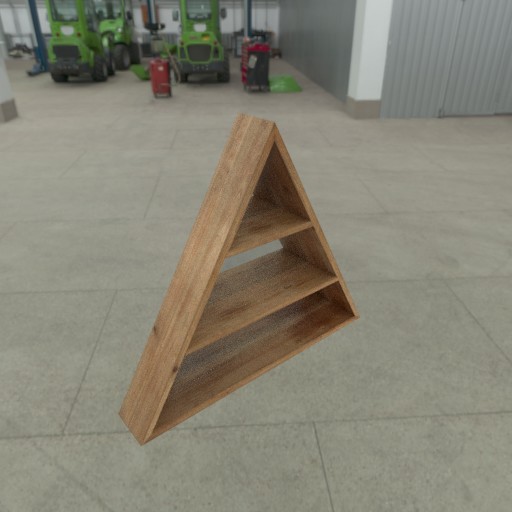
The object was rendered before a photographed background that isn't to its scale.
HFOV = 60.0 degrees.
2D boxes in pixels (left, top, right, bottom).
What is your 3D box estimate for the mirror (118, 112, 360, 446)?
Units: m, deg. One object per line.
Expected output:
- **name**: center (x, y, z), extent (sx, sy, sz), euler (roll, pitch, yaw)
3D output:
- **mirror**: center (0.000, 0.000, 0.898), extent (0.631, 0.548, 0.100), euler (-21, 35, -34)
